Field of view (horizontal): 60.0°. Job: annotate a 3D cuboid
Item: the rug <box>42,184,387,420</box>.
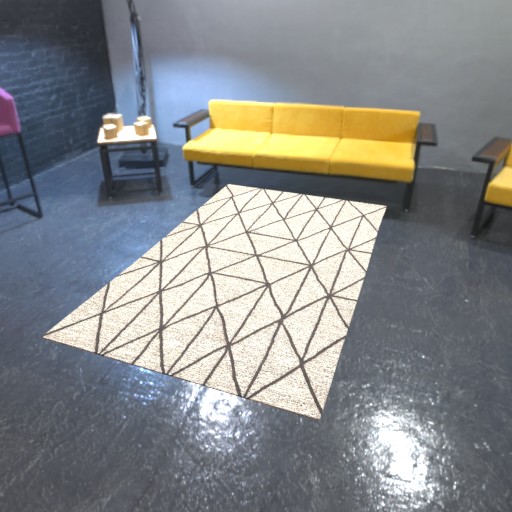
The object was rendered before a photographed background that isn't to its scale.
[{"bbox_3d":[0.000,0.000,3.143,1.526,0.008,2.465,11,32,18],"label":"rug"}]
